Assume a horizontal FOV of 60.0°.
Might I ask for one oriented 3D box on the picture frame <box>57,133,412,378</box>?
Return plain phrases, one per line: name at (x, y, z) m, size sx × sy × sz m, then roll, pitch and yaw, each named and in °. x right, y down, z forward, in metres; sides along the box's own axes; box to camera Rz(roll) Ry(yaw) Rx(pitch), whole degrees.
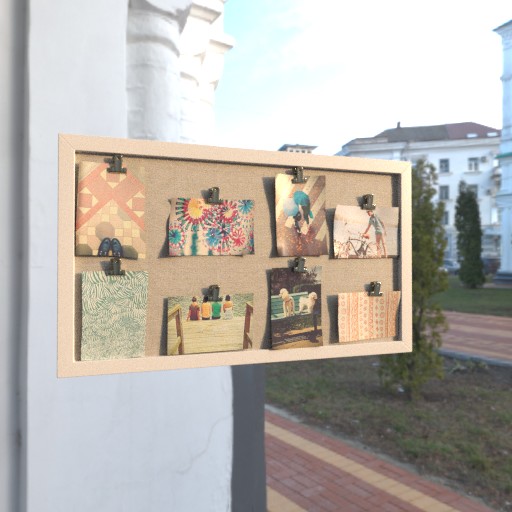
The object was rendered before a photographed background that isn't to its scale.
picture frame at (0.000, 0.000, 0.789) m, size 0.647 × 0.379 × 0.044 m, roll 0°, pitch -1°, yaw -18°
